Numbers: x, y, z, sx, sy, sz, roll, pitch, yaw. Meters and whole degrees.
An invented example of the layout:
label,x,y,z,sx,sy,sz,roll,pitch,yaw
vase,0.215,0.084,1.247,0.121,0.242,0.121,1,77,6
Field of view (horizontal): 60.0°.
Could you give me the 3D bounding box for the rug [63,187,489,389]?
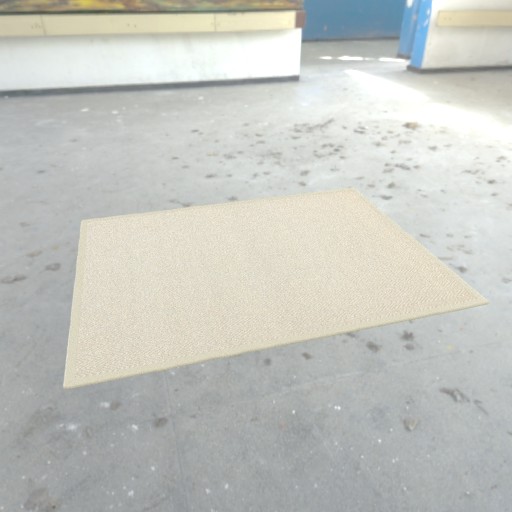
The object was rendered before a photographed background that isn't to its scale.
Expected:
label,x,y,z,sx,sy,sz,roll,pitch,yaw
rug,0.000,0.000,4.720,3.659,0.037,2.734,-9,33,-13
